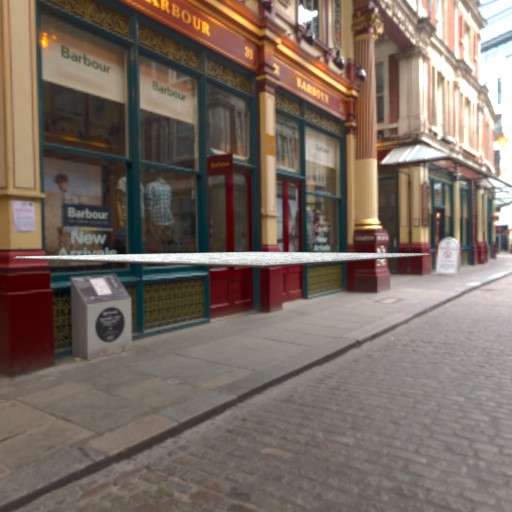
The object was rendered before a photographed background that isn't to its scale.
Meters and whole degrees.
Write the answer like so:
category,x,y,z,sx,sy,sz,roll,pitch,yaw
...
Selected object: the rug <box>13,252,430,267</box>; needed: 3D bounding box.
category,x,y,z,sx,sy,sz,roll,pitch,yaw
rug,0.000,0.000,2.787,1.578,0.014,2.206,1,2,34
